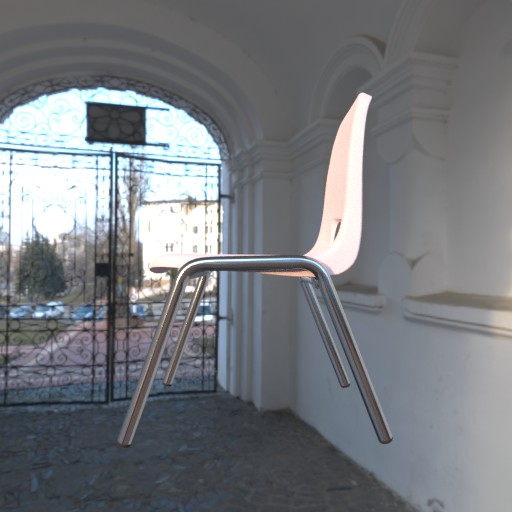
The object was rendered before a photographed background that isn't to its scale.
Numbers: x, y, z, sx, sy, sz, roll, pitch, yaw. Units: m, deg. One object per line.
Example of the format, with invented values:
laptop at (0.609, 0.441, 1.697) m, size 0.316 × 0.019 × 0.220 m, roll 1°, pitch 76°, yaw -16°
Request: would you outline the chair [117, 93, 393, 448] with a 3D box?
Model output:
chair at (0.000, 0.000, 0.845) m, size 0.423 × 0.586 × 0.354 m, roll 0°, pitch -1°, yaw 0°
